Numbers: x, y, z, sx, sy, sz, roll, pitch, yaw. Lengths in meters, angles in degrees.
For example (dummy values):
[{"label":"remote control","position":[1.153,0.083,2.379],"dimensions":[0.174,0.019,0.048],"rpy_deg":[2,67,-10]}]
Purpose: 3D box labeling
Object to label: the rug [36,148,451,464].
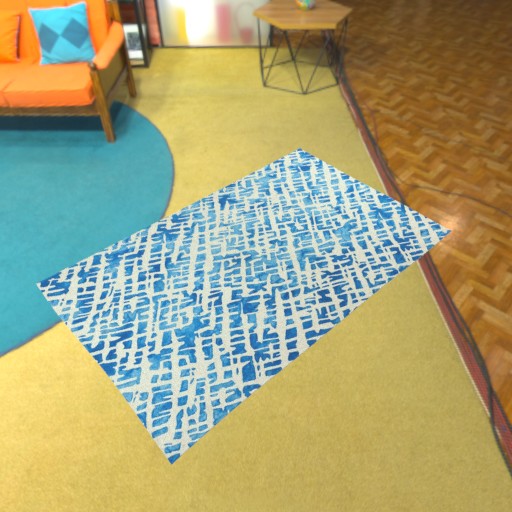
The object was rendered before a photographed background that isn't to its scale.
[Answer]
[{"label":"rug","position":[0.000,0.000,3.030],"dimensions":[2.447,0.011,1.520],"rpy_deg":[-32,53,-28]}]
